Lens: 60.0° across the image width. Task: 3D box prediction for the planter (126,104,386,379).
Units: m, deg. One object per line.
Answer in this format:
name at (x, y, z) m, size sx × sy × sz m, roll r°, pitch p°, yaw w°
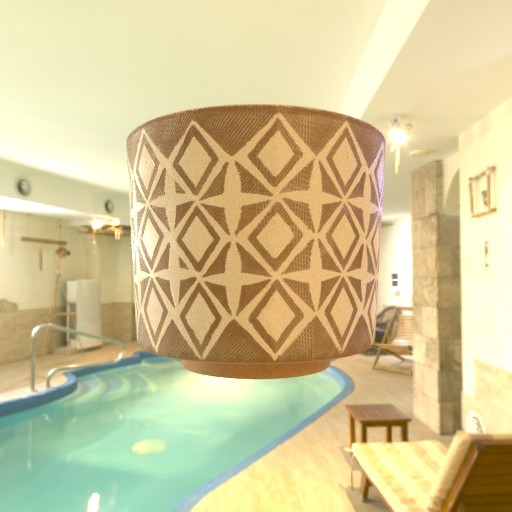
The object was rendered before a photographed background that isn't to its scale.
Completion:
planter at (0.000, 0.000, 0.459) m, size 0.260 × 0.220 × 0.260 m, roll 0°, pitch -2°, yaw 0°
